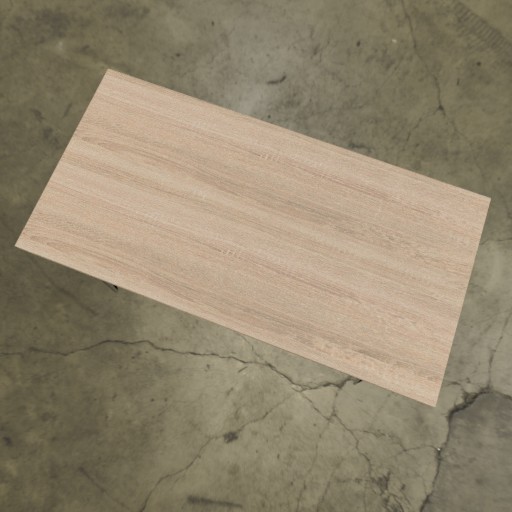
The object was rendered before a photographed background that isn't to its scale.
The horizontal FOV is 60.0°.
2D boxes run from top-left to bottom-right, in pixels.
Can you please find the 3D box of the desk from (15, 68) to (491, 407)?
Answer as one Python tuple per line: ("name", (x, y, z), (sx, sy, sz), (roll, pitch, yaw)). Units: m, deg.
("desk", (0.000, 0.000, 1.347), (0.991, 0.660, 0.499), (20, 77, 5))
